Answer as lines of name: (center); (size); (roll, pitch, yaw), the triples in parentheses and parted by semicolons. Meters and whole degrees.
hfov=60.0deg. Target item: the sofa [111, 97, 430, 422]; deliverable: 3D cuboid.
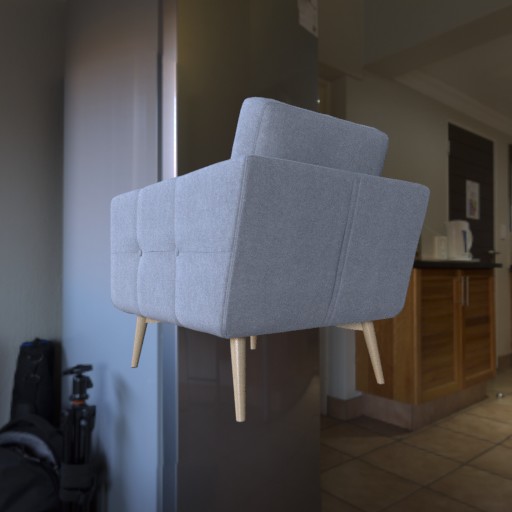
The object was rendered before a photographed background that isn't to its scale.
sofa: (0.000, 0.000, 1.572); (0.770, 0.860, 0.920); (0, -1, -37)
